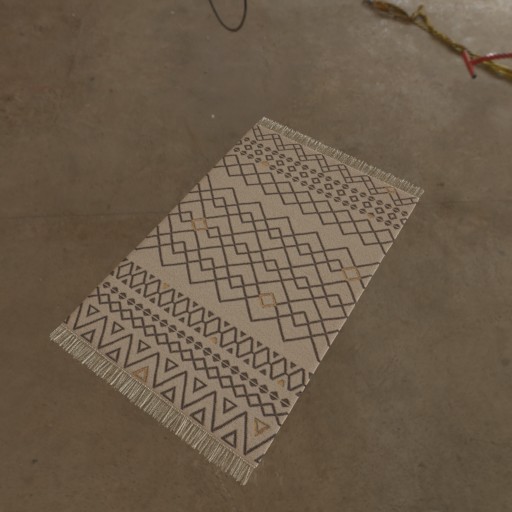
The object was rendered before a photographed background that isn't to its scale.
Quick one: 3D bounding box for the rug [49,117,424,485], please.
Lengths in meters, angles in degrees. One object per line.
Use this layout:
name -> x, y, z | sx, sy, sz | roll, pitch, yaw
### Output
rug -> 0.000, 0.000, 2.530 | 1.224, 0.028, 2.023 | 30, 62, 17
